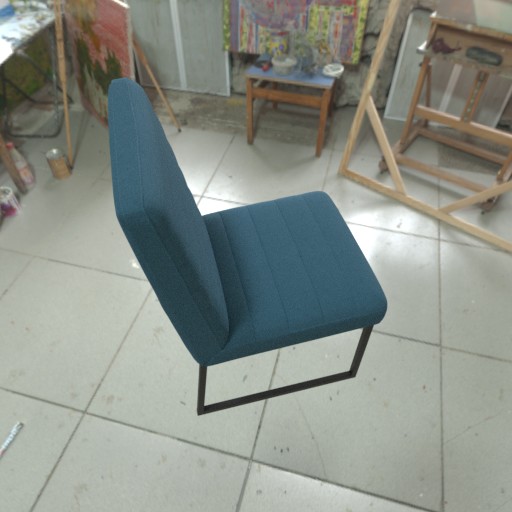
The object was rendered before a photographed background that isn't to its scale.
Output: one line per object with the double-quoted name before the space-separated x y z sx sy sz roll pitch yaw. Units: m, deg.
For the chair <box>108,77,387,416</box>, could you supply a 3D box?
"chair" 0.000 0.000 1.301 0.634 0.930 0.520 -11 49 -10
